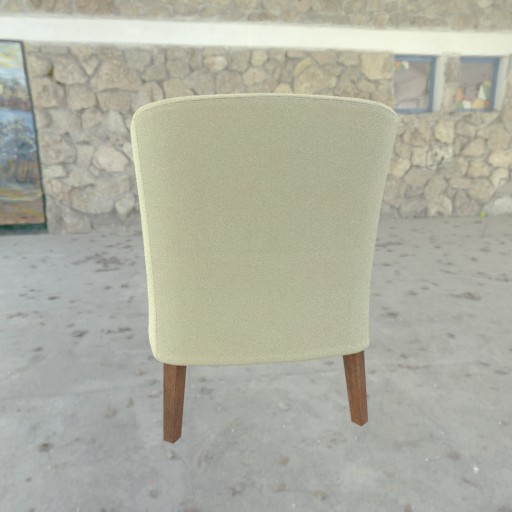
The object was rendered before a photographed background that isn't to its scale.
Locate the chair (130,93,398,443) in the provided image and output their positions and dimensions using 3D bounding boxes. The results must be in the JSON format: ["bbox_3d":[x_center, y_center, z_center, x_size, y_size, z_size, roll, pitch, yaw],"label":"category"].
[{"bbox_3d":[0.000,0.000,1.281,0.643,0.822,0.657,-2,14,-8],"label":"chair"}]
